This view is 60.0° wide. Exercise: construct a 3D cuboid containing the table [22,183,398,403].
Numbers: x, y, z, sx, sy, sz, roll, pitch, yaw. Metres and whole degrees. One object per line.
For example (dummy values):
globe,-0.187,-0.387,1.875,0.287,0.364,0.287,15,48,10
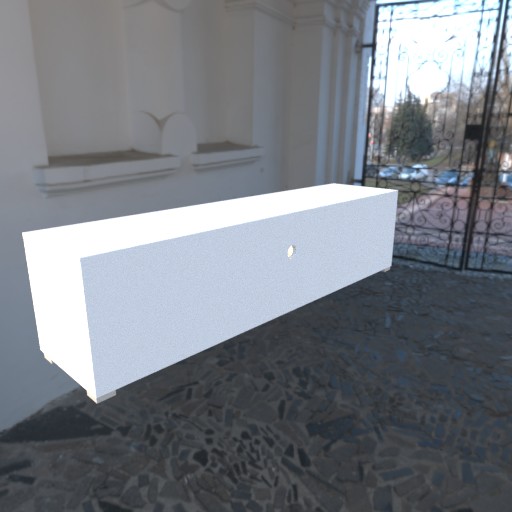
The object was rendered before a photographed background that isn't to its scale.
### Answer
table,0.000,0.000,1.852,0.390,0.420,1.650,15,22,42
